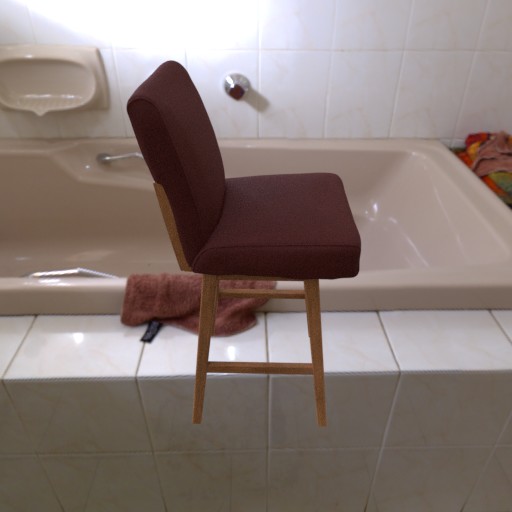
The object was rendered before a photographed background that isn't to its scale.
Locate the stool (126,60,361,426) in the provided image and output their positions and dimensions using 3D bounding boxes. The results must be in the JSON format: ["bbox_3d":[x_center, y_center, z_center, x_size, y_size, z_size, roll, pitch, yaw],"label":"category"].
[{"bbox_3d":[0.000,0.000,1.403,0.562,1.093,0.468,1,34,1],"label":"stool"}]
